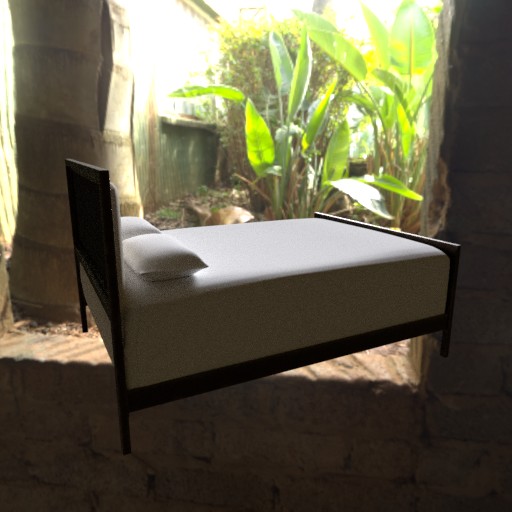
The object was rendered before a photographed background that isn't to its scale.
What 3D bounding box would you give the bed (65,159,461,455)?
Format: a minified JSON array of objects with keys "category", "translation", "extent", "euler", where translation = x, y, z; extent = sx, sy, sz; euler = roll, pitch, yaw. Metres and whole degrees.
[{"category":"bed","translation":[0.000,0.000,3.097],"extent":[2.221,1.313,1.607],"euler":[-7,16,-26]}]
